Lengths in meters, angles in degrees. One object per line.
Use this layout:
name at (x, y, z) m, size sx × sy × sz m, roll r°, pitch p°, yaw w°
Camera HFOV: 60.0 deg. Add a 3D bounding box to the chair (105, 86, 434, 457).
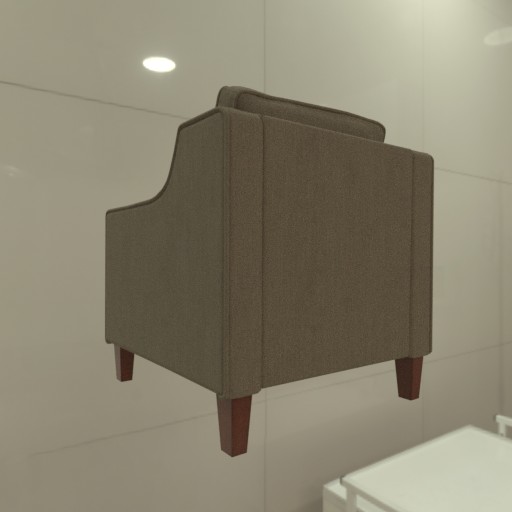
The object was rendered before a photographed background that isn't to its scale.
chair at (0.000, 0.000, 1.615) m, size 0.831 × 0.960 × 0.909 m, roll 0°, pitch 0°, yaw -36°
